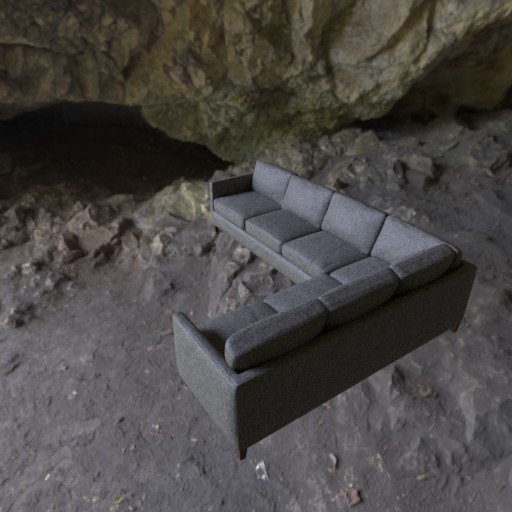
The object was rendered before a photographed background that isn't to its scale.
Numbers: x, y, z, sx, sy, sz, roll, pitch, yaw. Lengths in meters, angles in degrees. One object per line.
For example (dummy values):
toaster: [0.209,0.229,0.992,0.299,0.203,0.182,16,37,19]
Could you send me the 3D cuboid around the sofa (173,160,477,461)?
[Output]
sofa: [0.000,0.000,4.588,2.593,0.947,3.302,-19,35,-29]
